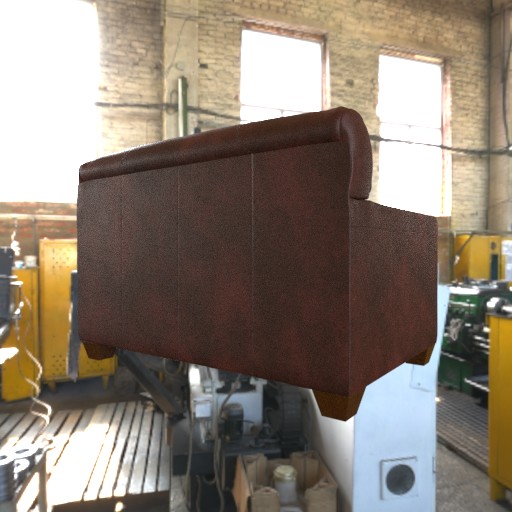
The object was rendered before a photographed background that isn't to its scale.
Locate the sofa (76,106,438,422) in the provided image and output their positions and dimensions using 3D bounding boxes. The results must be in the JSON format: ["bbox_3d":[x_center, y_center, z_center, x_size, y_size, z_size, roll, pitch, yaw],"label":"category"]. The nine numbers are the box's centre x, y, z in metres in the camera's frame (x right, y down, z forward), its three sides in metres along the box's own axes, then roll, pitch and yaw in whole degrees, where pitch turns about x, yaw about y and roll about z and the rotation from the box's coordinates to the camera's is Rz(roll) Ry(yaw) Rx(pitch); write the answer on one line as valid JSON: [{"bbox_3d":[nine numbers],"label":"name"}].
[{"bbox_3d":[0.000,0.000,2.040,1.413,0.956,1.000,0,1,37],"label":"sofa"}]
